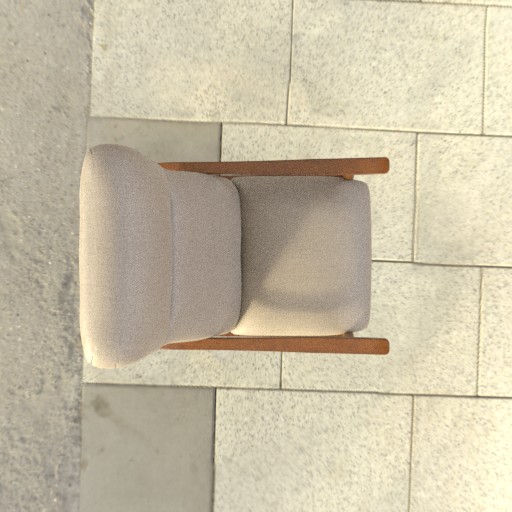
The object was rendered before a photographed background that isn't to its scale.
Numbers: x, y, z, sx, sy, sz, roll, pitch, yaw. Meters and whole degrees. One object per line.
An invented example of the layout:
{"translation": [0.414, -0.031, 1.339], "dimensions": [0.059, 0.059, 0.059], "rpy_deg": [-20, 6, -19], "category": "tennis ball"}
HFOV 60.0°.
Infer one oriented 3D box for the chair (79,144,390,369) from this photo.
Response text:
{"translation": [0.000, 0.000, 1.788], "dimensions": [1.032, 1.082, 0.762], "rpy_deg": [0, 90, -1], "category": "chair"}
